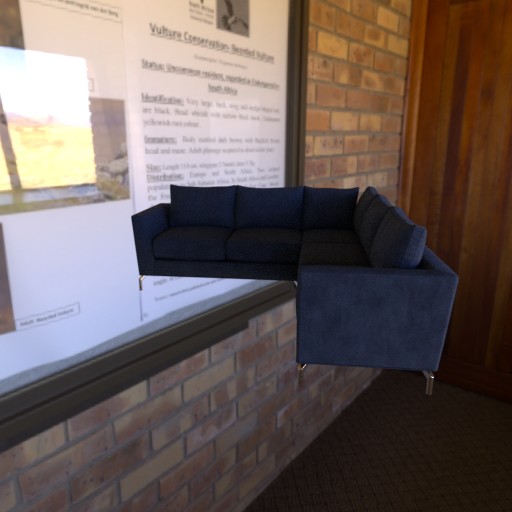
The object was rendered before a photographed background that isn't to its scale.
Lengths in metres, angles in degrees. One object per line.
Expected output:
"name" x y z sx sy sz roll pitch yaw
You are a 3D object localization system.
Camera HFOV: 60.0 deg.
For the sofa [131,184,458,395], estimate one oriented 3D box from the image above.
"sofa" 0.000 0.000 3.739 2.472 0.988 2.463 2 15 6
